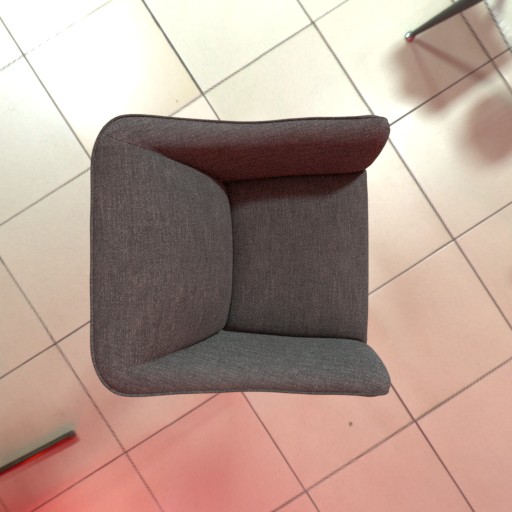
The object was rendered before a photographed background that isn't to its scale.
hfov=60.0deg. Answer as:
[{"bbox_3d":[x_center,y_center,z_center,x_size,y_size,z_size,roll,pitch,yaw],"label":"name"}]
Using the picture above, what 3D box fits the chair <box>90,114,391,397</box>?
[{"bbox_3d":[0.000,0.000,1.531,0.851,0.829,0.870,0,90,0],"label":"chair"}]
